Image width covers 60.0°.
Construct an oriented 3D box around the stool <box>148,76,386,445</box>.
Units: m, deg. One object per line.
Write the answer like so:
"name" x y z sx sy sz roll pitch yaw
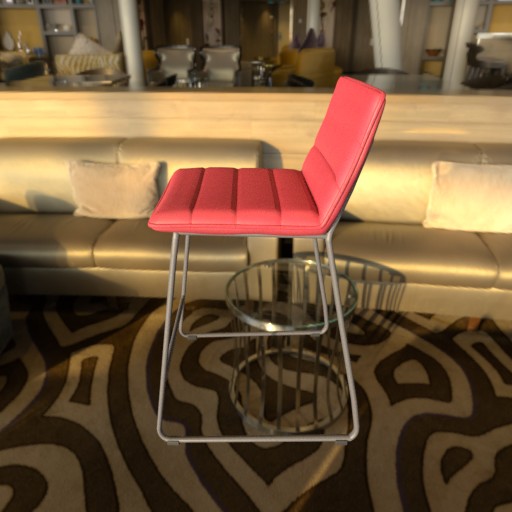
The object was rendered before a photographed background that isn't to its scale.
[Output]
"stool" 0.000 0.000 1.176 0.524 0.866 0.489 -1 26 -1
